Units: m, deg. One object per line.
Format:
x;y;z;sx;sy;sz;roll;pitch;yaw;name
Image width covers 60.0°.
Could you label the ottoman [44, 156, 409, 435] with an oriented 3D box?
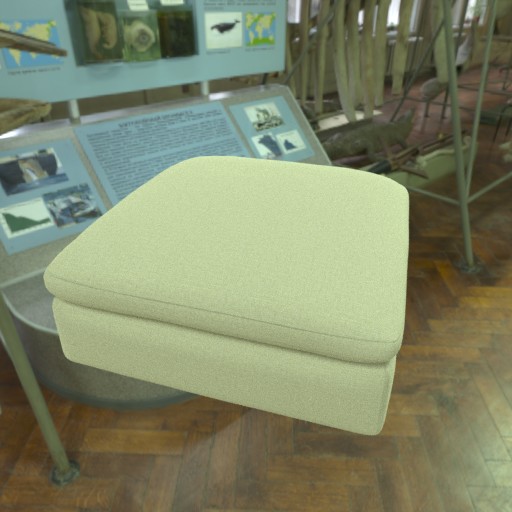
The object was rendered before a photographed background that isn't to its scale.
0.000;0.000;1.532;0.977;0.467;0.996;9;33;15;ottoman
